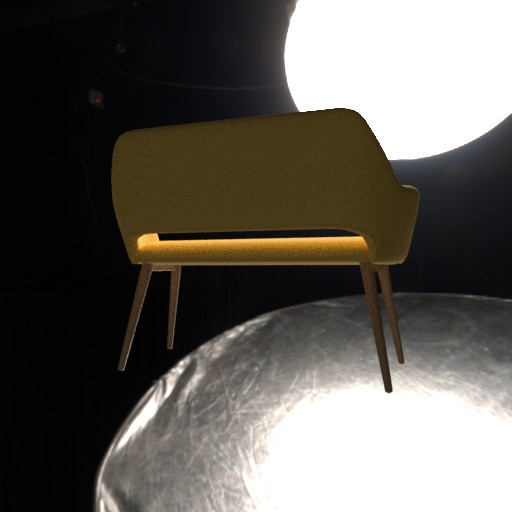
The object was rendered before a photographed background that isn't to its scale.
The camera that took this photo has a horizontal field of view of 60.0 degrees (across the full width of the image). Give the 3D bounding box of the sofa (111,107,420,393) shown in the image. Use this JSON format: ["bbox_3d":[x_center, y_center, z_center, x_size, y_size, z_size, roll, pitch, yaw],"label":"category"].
[{"bbox_3d":[0.000,0.000,1.646,1.150,0.840,0.610,-1,-2,18],"label":"sofa"}]
